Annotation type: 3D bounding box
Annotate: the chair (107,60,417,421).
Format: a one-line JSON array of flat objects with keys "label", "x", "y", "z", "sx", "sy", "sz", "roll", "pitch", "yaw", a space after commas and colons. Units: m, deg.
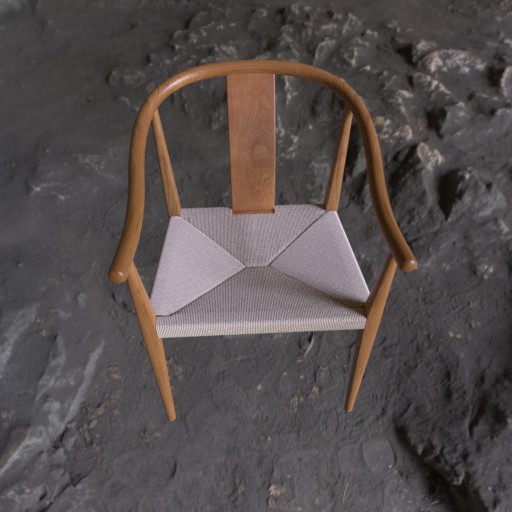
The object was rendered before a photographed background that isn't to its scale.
[{"label": "chair", "x": 0.000, "y": 0.000, "z": 1.175, "sx": 0.556, "sy": 0.800, "sz": 0.579, "roll": -2, "pitch": 46, "yaw": -2}]
